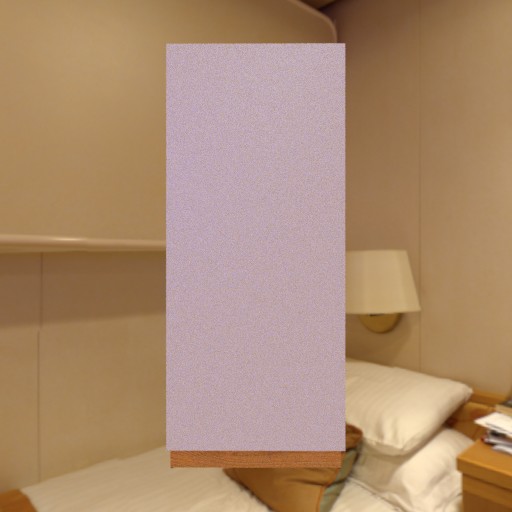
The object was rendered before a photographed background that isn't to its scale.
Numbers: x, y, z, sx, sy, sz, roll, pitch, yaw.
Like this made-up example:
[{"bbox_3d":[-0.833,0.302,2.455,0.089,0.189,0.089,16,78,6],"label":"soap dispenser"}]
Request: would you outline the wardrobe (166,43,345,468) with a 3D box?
[{"bbox_3d":[0.000,0.000,2.428,0.860,2.040,0.600,0,0,0],"label":"wardrobe"}]
